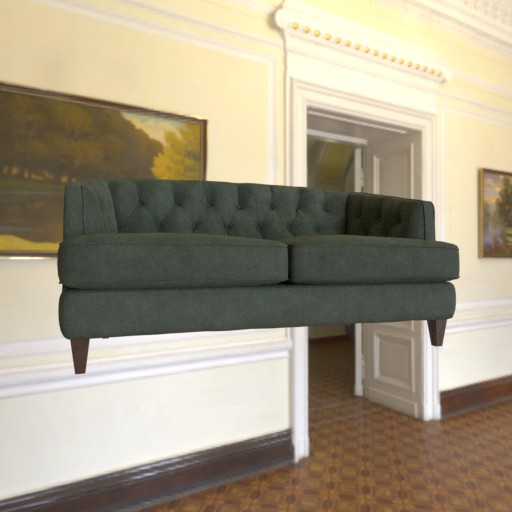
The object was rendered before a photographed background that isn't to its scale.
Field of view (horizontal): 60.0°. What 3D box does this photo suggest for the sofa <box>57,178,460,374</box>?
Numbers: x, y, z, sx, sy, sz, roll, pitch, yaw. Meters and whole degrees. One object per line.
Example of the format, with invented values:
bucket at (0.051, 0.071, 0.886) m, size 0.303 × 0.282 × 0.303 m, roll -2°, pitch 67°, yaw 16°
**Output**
sofa at (0.000, 0.000, 2.199) m, size 1.733 × 0.855 × 0.941 m, roll 0°, pitch 0°, yaw -18°
